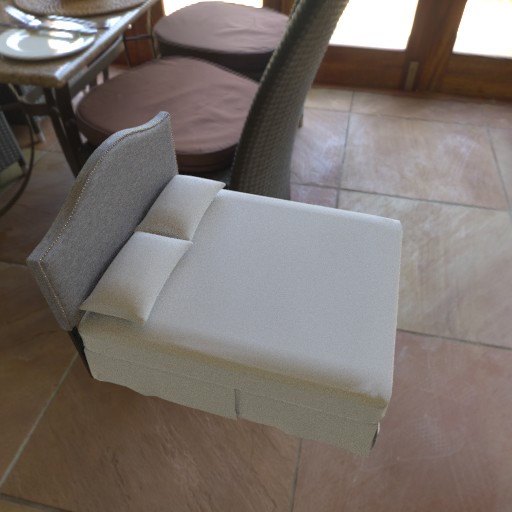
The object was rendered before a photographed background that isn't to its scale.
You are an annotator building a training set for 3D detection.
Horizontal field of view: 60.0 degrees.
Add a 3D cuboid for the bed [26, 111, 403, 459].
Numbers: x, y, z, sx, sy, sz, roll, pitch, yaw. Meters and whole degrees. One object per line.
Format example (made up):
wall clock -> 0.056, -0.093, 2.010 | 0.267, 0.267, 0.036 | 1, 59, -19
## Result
bed -> 0.000, 0.000, 2.820 | 1.870, 1.295, 1.610 | 11, 46, 11
